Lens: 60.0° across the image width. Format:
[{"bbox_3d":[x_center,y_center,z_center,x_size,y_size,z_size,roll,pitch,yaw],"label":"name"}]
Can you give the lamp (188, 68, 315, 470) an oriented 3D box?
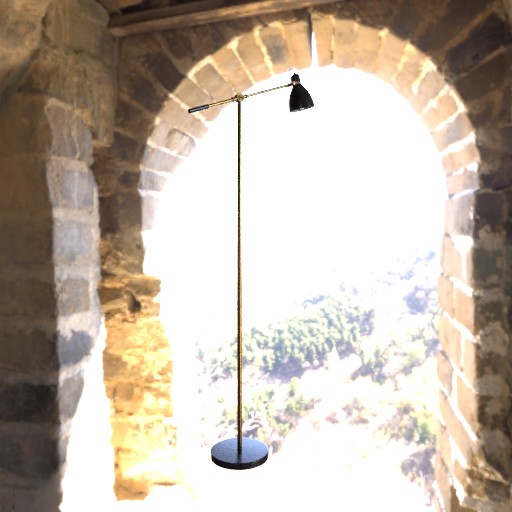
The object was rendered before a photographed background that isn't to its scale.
[{"bbox_3d":[0.000,0.000,1.837,0.618,1.628,0.235,-1,1,-35],"label":"lamp"}]
